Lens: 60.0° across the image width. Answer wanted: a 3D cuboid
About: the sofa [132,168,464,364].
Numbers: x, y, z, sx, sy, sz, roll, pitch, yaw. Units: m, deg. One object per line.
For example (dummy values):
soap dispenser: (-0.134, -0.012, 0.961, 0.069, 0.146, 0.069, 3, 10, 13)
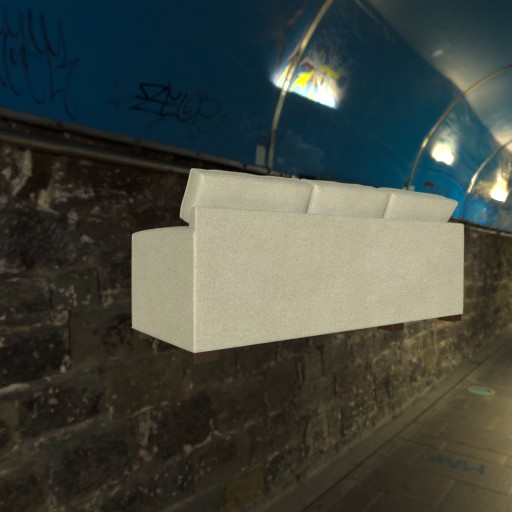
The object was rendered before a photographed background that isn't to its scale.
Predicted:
sofa: (0.000, 0.000, 3.474, 2.211, 0.936, 2.188, 0, 1, -36)
